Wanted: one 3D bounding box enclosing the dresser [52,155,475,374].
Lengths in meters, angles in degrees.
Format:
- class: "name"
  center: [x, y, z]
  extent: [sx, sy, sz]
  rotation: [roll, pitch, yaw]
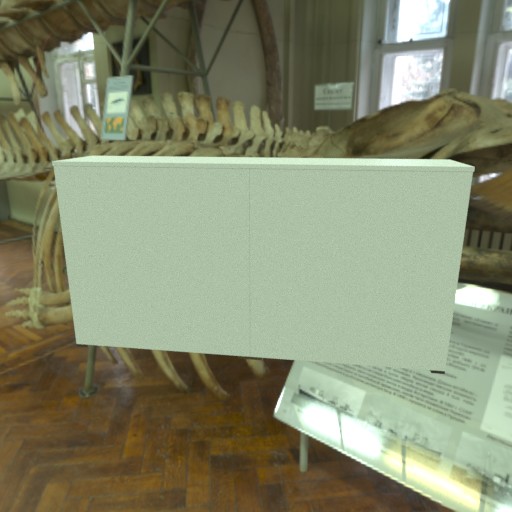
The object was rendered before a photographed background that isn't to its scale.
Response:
- class: "dresser"
  center: [0.000, 0.000, 1.867]
  extent: [1.535, 0.790, 0.333]
  rotation: [2, 17, 8]
